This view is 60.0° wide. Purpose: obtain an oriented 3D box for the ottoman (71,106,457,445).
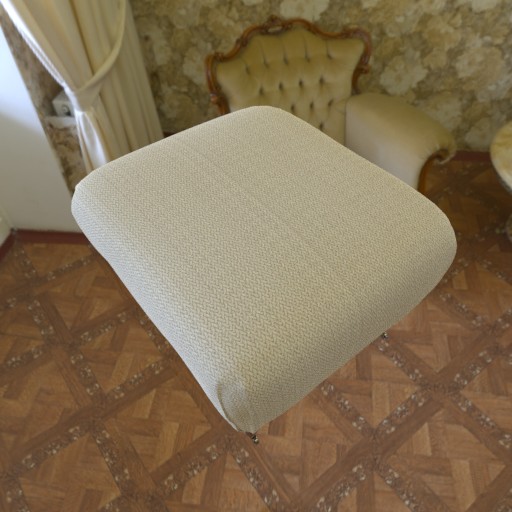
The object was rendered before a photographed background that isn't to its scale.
[{"bbox_3d":[0.000,0.000,1.071,0.622,0.447,0.684,-30,54,-25],"label":"ottoman"}]
